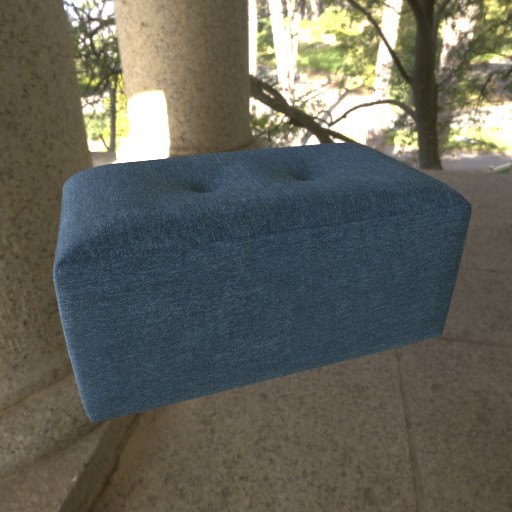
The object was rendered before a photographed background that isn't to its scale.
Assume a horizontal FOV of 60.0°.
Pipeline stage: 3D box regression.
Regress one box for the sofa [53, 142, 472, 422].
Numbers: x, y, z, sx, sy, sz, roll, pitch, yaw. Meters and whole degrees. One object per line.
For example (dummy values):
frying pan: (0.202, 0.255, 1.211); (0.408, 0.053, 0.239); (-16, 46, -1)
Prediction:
sofa: (0.000, 0.000, 1.171); (0.930, 0.470, 0.480); (-9, 30, -16)
